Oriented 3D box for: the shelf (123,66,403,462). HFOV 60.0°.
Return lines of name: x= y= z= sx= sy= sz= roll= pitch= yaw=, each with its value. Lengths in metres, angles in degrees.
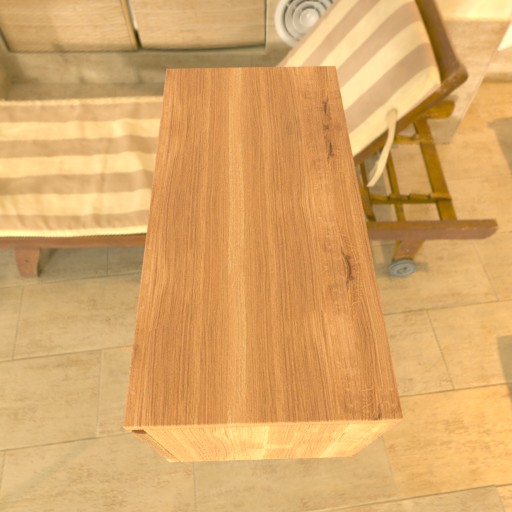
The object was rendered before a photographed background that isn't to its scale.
shelf: x=0.000 y=0.000 z=1.007 sx=0.400 sy=0.400 sz=0.800 roll=-1 pitch=59 yaw=-1
